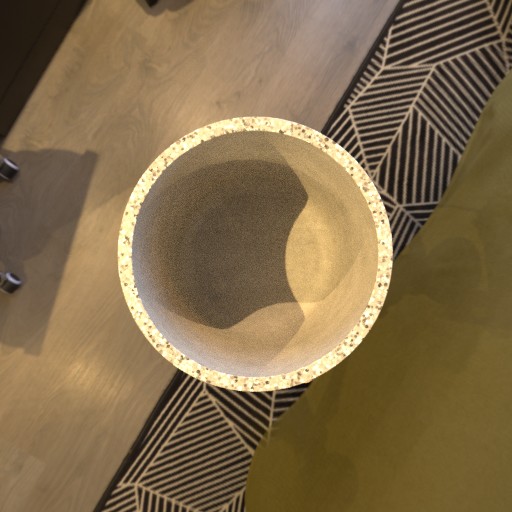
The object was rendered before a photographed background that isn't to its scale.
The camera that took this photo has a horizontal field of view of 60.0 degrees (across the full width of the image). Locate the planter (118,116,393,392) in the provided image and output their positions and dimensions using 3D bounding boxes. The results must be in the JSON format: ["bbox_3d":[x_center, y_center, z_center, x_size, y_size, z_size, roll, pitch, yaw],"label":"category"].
[{"bbox_3d":[0.000,0.000,0.697,0.360,0.419,0.360,0,89,0],"label":"planter"}]
